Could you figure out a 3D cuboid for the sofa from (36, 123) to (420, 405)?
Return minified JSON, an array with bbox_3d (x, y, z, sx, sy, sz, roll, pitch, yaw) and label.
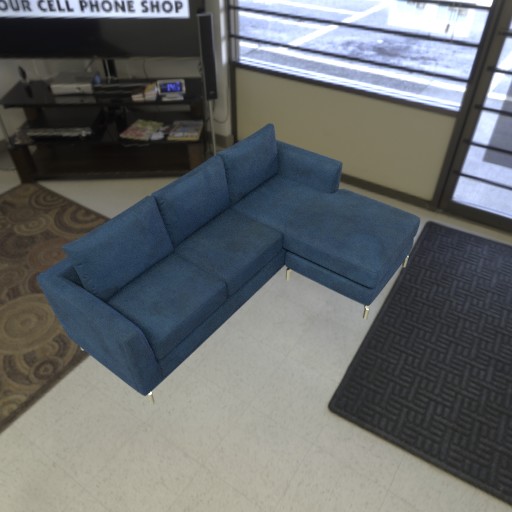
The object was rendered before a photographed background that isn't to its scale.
[{"bbox_3d":[0.000,0.000,3.287,1.622,0.987,2.438,26,47,27],"label":"sofa"}]
